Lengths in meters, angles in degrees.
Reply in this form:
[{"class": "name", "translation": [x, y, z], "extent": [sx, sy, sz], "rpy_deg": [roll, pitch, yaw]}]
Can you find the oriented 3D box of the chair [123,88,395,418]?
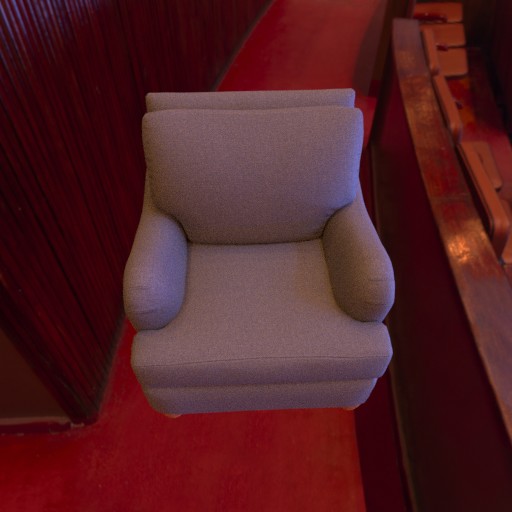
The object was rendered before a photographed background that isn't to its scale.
[{"class": "chair", "translation": [0.000, 0.000, 1.857], "extent": [0.955, 1.038, 1.070], "rpy_deg": [-2, 47, -2]}]
